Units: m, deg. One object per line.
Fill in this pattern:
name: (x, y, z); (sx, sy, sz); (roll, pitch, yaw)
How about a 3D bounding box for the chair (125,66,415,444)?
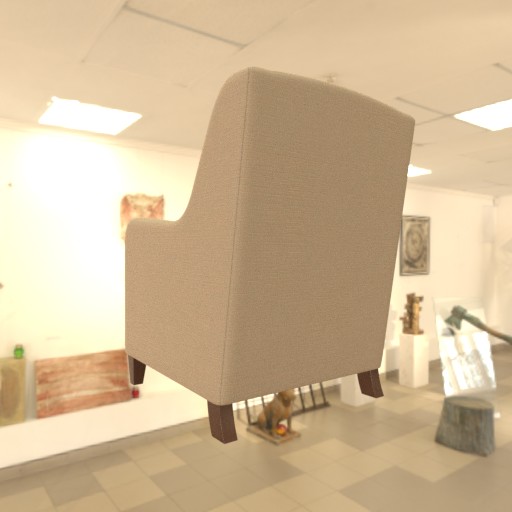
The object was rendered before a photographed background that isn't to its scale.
chair: (0.000, 0.000, 1.657); (0.715, 1.017, 0.896); (0, 0, -37)
